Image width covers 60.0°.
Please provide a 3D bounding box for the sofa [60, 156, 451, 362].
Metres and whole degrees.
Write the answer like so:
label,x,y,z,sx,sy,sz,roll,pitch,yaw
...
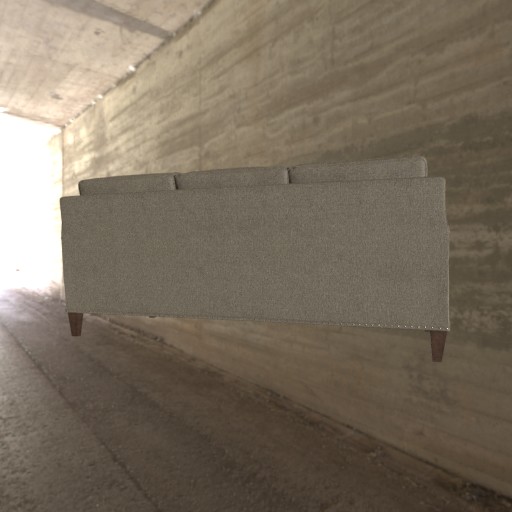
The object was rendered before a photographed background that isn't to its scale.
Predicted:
label,x,y,z,sx,sy,sz,roll,pitch,yaw
sofa,0.000,0.000,2.836,2.246,1.003,1.084,0,0,19
